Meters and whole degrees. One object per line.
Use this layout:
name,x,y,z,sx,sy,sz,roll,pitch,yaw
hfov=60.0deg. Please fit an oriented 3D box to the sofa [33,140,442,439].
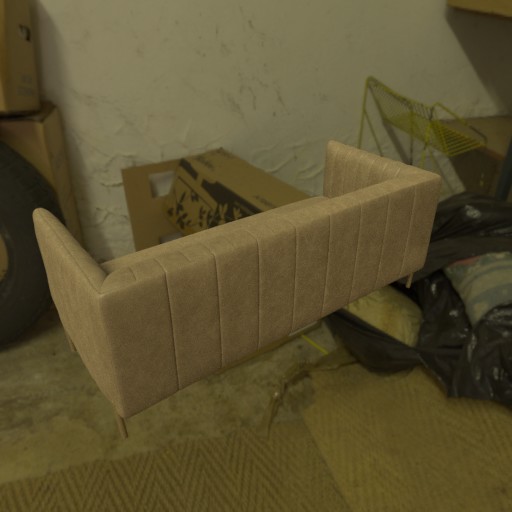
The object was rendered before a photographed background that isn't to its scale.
sofa,0.000,0.000,2.401,1.980,0.779,0.876,-20,36,-31
